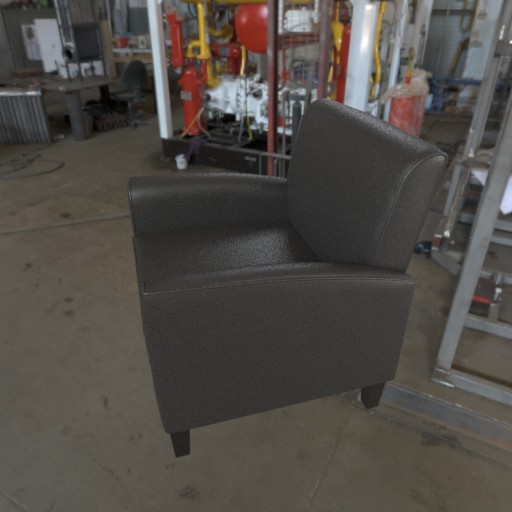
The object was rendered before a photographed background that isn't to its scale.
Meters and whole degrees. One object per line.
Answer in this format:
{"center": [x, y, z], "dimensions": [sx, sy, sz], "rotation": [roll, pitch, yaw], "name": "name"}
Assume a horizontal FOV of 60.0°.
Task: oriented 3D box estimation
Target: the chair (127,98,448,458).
{"center": [0.000, 0.000, 1.552], "dimensions": [0.819, 0.916, 0.820], "rotation": [-9, 31, -14], "name": "chair"}
